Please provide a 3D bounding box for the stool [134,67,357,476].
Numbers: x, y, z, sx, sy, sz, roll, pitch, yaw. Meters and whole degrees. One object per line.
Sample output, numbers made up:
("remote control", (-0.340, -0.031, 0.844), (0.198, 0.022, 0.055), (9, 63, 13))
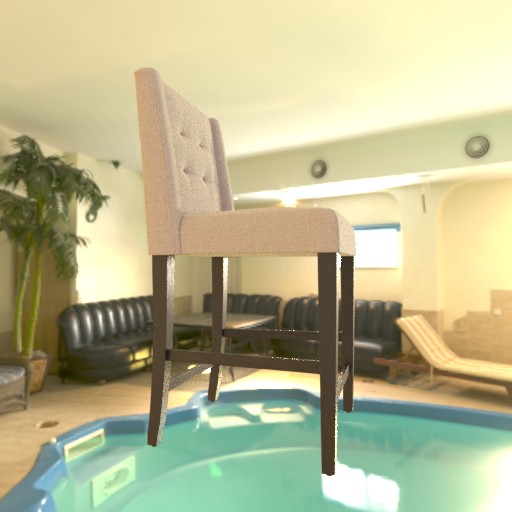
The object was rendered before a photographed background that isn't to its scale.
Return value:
("stool", (0.000, 0.000, 1.218), (0.509, 0.939, 0.474), (0, -1, 17))
